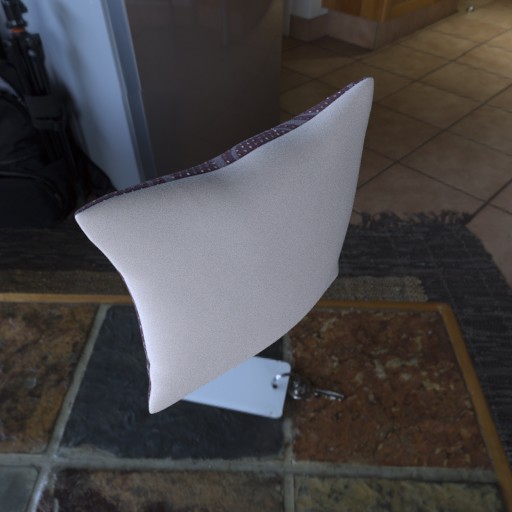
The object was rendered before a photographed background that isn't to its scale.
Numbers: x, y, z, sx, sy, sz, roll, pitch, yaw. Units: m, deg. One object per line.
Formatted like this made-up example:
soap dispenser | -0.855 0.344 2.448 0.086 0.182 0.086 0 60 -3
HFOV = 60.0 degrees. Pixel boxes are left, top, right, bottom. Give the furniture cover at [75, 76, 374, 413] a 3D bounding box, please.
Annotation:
furniture cover | 0.000 0.000 0.811 0.552 0.509 0.193 -33 54 -28
